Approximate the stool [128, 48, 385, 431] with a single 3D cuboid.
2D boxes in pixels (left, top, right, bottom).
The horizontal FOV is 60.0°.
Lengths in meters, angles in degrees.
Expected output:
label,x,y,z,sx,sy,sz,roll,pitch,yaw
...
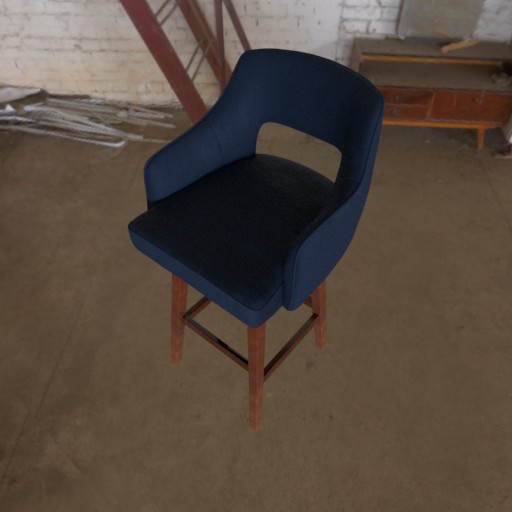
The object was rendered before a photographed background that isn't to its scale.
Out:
label,x,y,z,sx,sy,sz,roll,pitch,yaw
stool,0.000,0.000,1.366,0.550,1.041,0.560,31,53,26
